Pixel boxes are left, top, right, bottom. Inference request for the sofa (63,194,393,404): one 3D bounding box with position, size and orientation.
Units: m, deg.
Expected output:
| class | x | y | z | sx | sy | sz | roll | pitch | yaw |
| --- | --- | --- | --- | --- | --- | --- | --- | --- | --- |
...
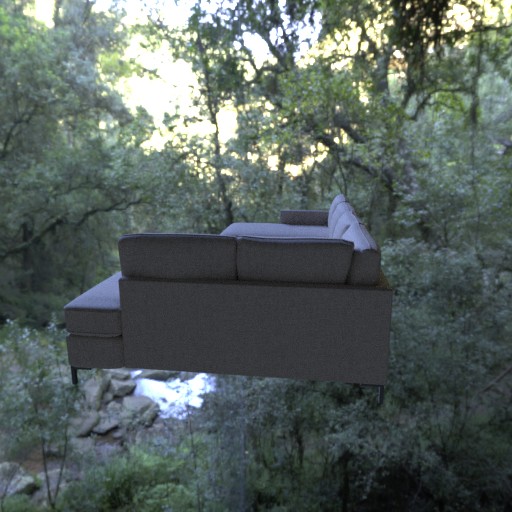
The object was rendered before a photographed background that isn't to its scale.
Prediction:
| class | x | y | z | sx | sy | sz | roll | pitch | yaw |
| --- | --- | --- | --- | --- | --- | --- | --- | --- | --- |
| sofa | 0.000 | 0.000 | 4.295 | 2.021 | 0.996 | 3.423 | 2 | 14 | 7 |
